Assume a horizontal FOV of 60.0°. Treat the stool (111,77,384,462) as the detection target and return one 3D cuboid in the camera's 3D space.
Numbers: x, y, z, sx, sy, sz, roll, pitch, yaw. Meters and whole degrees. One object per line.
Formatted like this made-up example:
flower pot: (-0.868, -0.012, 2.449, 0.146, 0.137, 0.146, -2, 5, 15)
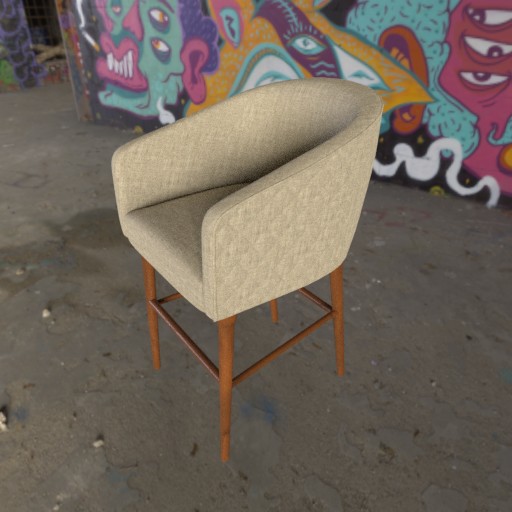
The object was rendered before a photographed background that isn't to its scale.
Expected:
stool: (0.000, 0.000, 1.344, 0.635, 0.952, 0.559, -20, 35, -31)
